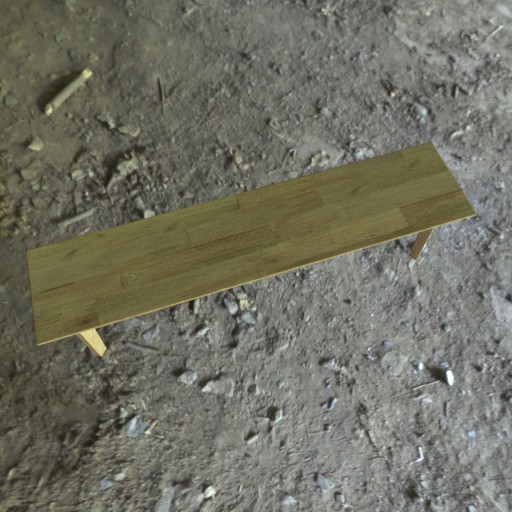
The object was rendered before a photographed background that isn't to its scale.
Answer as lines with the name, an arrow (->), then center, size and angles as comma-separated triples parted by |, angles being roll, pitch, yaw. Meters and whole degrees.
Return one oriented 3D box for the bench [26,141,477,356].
bench -> 0.000, 0.000, 1.895 | 1.698, 0.431, 0.378 | -16, 65, -8
